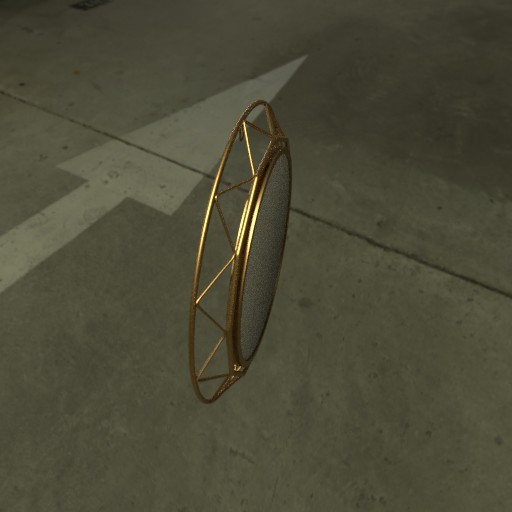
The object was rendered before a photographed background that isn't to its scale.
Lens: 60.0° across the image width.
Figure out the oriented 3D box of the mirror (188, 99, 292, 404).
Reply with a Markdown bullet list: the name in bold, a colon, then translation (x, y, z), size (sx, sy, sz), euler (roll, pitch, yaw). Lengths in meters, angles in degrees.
- **mirror**: translation (0.000, 0.000, 0.684), size (0.043, 0.454, 0.454), euler (11, 46, 10)
